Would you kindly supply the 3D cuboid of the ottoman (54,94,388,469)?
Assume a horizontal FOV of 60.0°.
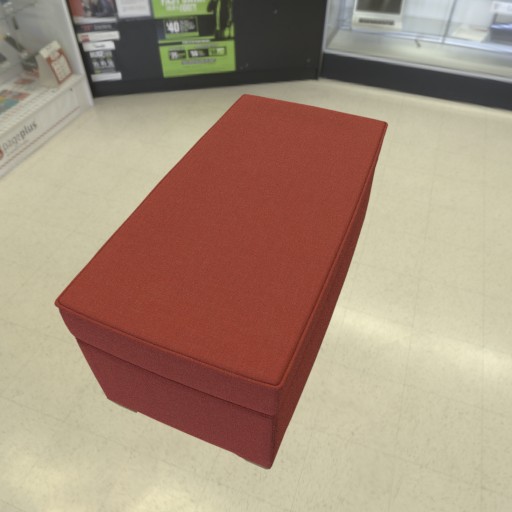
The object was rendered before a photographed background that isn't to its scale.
[{"bbox_3d":[0.000,0.000,1.243,0.497,0.454,0.948,17,49,15],"label":"ottoman"}]
